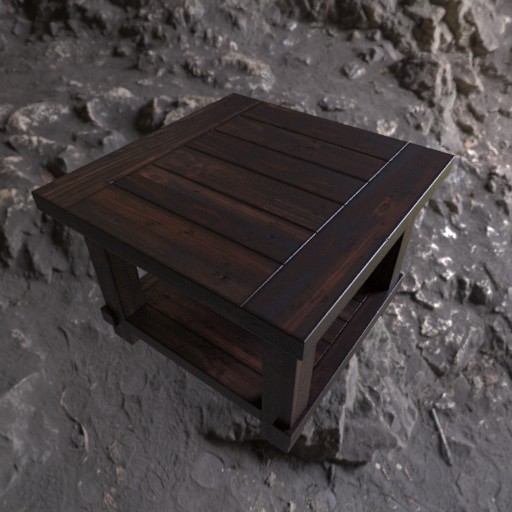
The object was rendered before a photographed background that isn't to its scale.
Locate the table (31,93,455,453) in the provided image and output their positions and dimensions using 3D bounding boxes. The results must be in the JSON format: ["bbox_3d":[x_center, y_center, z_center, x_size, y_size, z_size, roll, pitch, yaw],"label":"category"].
[{"bbox_3d":[0.000,0.000,1.016,0.593,0.437,0.606,26,47,27],"label":"table"}]
